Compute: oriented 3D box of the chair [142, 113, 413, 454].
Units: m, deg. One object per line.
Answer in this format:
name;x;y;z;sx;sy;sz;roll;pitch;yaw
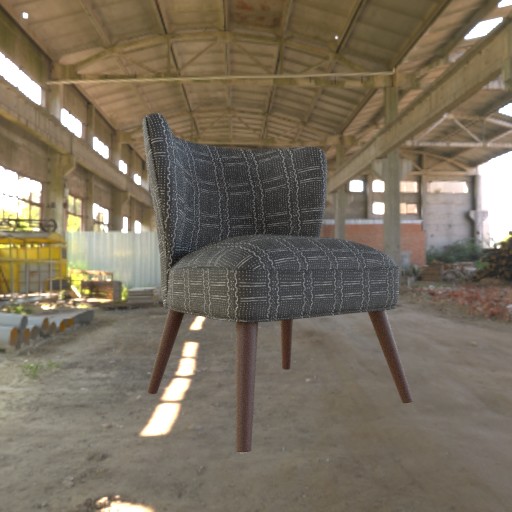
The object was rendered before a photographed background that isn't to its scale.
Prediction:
chair;0.000;0.000;1.428;0.710;0.866;0.758;1;-1;-36
